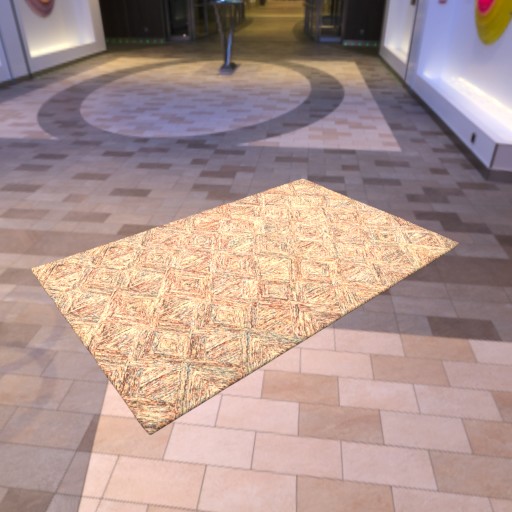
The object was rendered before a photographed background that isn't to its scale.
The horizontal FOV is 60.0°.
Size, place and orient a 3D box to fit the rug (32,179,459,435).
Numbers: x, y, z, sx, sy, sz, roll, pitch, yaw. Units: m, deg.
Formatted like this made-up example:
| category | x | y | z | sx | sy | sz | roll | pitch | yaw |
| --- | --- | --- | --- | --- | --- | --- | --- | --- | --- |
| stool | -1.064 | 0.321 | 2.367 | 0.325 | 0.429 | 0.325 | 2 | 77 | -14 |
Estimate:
| category | x | y | z | sx | sy | sz | roll | pitch | yaw |
| --- | --- | --- | --- | --- | --- | --- | --- | --- | --- |
| rug | 0.000 | 0.000 | 2.148 | 1.761 | 0.014 | 1.143 | -23 | 39 | -33 |
